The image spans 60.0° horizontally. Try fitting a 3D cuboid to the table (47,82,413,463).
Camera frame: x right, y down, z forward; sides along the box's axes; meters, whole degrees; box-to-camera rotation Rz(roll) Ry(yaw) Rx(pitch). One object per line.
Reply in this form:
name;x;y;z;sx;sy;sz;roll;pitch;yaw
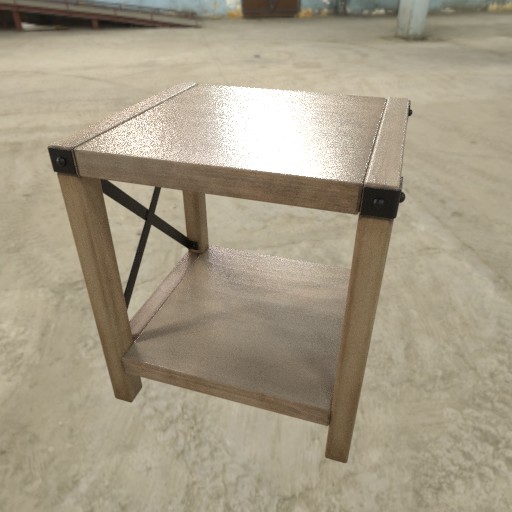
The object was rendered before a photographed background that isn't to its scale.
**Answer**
table;0.000;0.000;0.906;0.510;0.561;0.459;10;34;15
